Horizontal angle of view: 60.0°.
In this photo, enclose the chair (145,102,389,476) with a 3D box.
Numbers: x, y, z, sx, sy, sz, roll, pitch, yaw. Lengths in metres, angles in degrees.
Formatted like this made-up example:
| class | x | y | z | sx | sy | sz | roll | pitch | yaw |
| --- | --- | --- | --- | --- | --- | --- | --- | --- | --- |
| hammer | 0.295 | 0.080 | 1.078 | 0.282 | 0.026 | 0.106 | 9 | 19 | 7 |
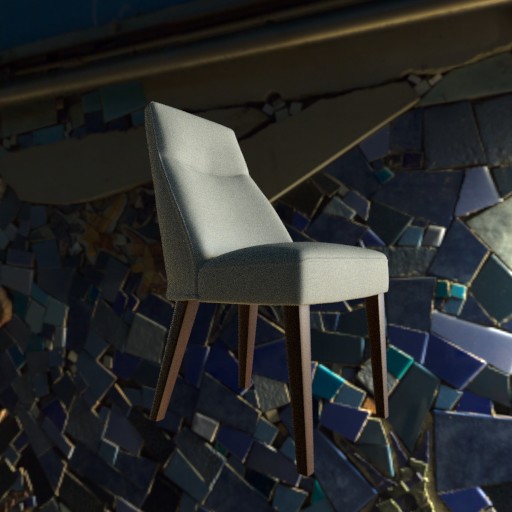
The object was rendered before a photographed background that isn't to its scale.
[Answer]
| class | x | y | z | sx | sy | sz | roll | pitch | yaw |
| --- | --- | --- | --- | --- | --- | --- | --- | --- | --- |
| chair | 0.000 | 0.000 | 1.293 | 0.620 | 0.930 | 0.500 | 0 | -1 | 38 |
